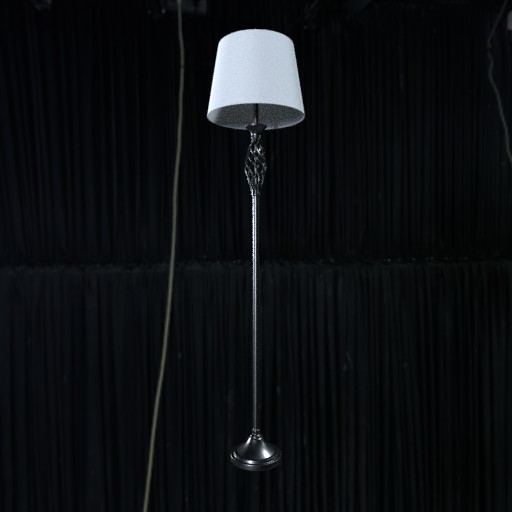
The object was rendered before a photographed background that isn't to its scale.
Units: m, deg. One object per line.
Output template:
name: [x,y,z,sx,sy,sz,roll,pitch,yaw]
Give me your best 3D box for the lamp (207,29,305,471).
lamp: [0.000,0.000,1.749,0.379,1.623,0.379,0,2,0]
